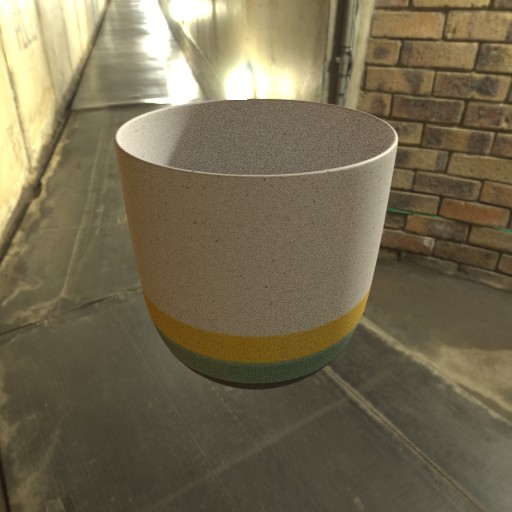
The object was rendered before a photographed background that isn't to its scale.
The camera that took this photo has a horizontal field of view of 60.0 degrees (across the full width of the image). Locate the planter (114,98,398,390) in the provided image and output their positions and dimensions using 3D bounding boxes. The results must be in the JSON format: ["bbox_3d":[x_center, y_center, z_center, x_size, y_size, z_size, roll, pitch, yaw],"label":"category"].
[{"bbox_3d":[0.000,0.000,0.369,0.195,0.214,0.195,0,31,0],"label":"planter"}]
